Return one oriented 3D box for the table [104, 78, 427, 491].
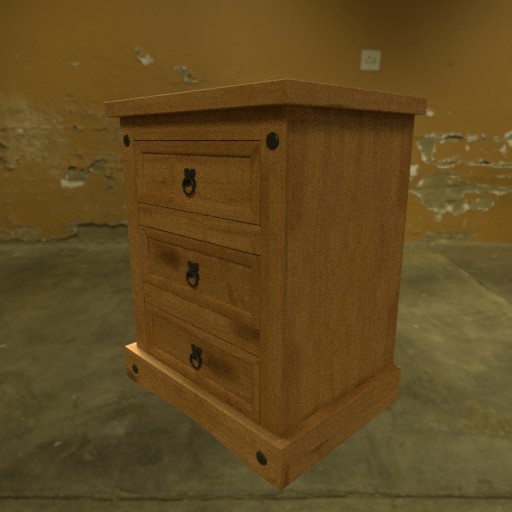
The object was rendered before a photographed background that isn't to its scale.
[{"bbox_3d":[0.000,0.000,1.222,0.500,0.813,0.660,-14,20,-42],"label":"table"}]
